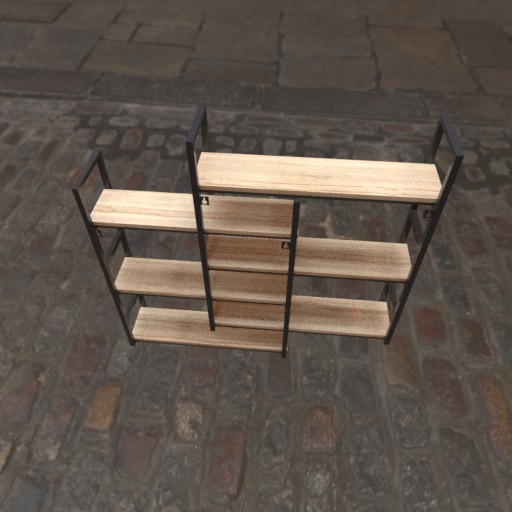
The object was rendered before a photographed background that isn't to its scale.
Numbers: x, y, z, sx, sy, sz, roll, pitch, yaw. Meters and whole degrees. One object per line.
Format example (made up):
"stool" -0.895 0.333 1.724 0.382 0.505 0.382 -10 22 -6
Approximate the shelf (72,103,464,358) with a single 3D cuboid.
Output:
"shelf" 0.000 0.000 1.399 0.946 0.921 0.183 4 47 4
